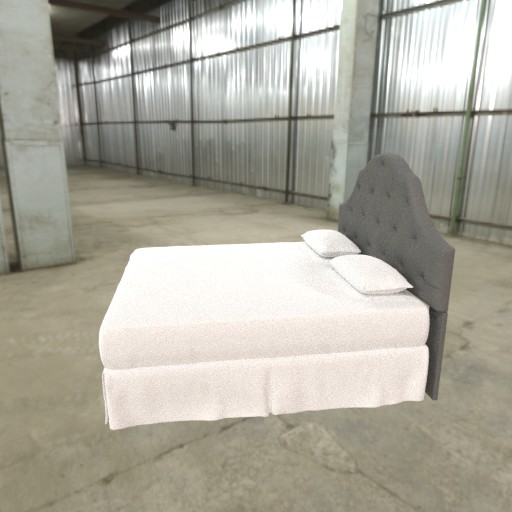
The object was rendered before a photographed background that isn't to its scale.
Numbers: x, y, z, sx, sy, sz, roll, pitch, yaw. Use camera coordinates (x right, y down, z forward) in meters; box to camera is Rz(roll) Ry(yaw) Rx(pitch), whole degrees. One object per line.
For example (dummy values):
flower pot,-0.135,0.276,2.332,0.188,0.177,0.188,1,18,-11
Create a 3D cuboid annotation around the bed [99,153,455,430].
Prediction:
bed,0.000,0.000,3.589,2.214,1.615,2.008,-2,15,-8
